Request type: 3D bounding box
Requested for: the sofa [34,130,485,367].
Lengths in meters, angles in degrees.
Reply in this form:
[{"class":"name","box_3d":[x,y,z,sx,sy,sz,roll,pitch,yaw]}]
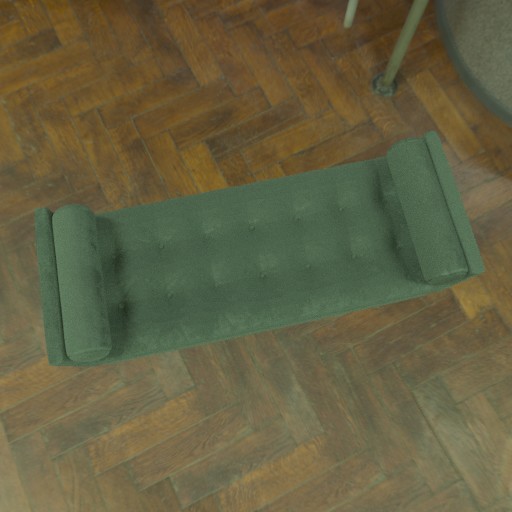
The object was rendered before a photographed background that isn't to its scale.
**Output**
[{"class":"sofa","box_3d":[0.000,0.000,2.425,2.102,0.705,0.796,-12,76,-3]}]
